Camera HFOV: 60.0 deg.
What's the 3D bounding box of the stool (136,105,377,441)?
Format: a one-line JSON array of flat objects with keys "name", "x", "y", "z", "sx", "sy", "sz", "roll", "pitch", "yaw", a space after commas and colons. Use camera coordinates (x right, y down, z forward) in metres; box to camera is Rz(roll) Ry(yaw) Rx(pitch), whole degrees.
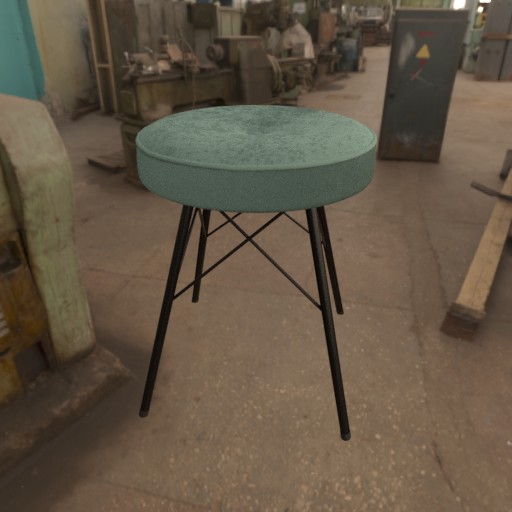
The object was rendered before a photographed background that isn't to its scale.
[{"name": "stool", "x": 0.000, "y": 0.000, "z": 0.878, "sx": 0.457, "sy": 0.519, "sz": 0.458, "roll": 8, "pitch": 30, "yaw": 14}]
